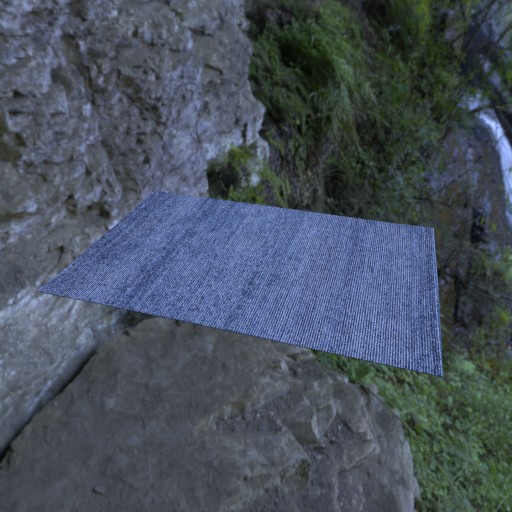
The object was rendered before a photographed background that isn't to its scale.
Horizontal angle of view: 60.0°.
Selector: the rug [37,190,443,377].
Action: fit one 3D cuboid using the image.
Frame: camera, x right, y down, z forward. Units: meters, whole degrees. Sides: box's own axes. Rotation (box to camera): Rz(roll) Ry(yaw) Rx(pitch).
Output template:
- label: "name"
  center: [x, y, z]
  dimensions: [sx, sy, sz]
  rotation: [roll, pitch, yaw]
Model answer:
- label: "rug"
  center: [0.000, 0.000, 2.237]
  dimensions: [1.740, 0.010, 1.135]
  rotation: [9, 34, 14]
